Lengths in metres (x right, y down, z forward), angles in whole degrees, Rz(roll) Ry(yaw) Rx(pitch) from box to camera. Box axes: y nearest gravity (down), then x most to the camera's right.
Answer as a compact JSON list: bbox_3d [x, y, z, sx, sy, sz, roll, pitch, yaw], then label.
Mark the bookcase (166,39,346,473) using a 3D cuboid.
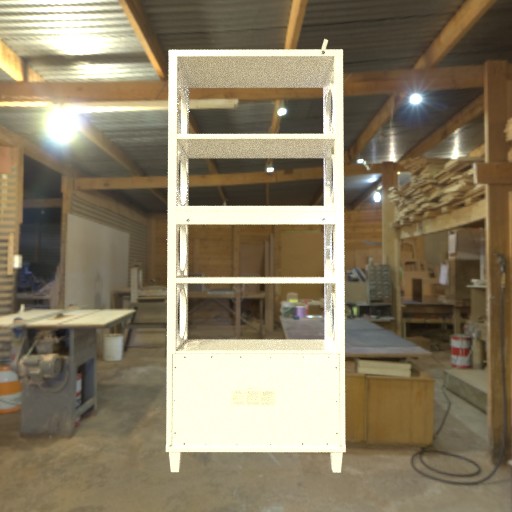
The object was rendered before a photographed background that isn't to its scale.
[{"bbox_3d":[0.000,0.000,2.071,0.761,1.869,0.361,0,-2,0],"label":"bookcase"}]
